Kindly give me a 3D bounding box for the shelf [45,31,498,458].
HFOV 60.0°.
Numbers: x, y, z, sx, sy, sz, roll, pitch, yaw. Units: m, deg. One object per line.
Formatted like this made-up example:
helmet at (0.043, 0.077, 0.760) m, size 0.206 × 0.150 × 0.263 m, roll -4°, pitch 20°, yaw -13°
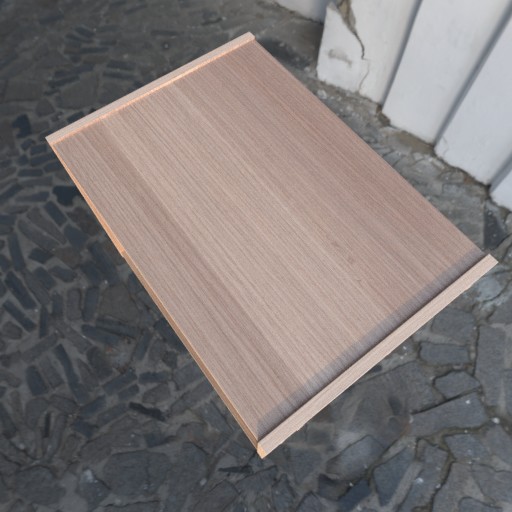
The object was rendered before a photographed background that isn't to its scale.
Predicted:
shelf at (0.000, 0.000, 0.610) m, size 0.290 × 0.305 × 0.415 m, roll -34°, pitch 70°, yaw -15°
